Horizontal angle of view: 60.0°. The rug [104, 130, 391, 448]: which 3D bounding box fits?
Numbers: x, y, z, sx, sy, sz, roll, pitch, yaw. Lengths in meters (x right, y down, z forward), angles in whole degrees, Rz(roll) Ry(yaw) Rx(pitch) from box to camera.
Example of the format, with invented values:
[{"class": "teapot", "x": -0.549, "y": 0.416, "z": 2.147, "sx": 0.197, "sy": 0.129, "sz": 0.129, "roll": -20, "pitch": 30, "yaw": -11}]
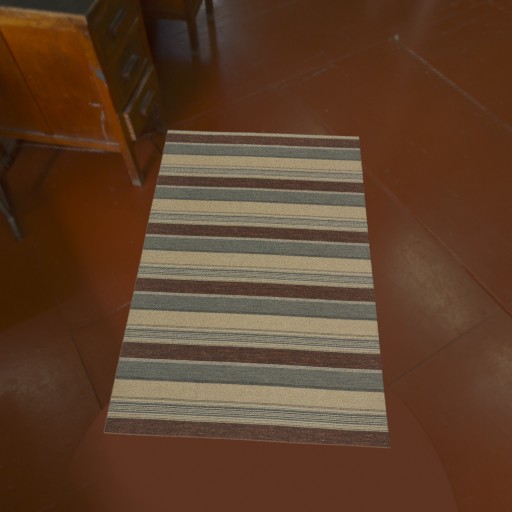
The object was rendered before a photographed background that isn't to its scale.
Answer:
[{"class": "rug", "x": 0.000, "y": 0.000, "z": 2.348, "sx": 1.219, "sy": 0.008, "sz": 1.829, "roll": 2, "pitch": 59, "yaw": 1}]
